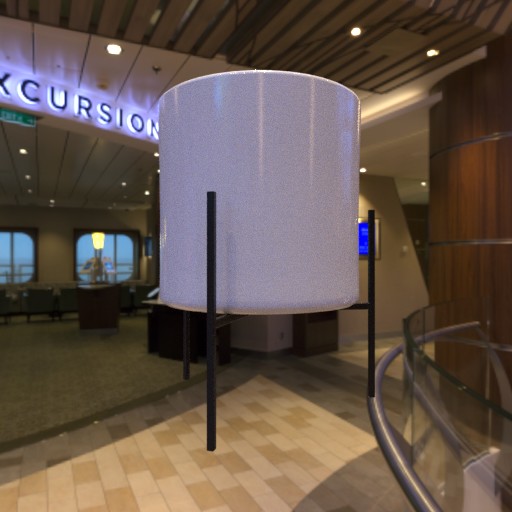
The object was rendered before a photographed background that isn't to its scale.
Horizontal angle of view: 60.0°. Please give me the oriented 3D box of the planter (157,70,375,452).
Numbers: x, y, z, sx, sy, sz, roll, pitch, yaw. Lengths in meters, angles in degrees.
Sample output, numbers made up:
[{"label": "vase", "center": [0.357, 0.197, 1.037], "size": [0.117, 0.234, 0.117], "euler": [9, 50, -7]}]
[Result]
[{"label": "planter", "center": [0.000, 0.000, 0.715], "size": [0.360, 0.480, 0.361], "euler": [0, 0, 18]}]
